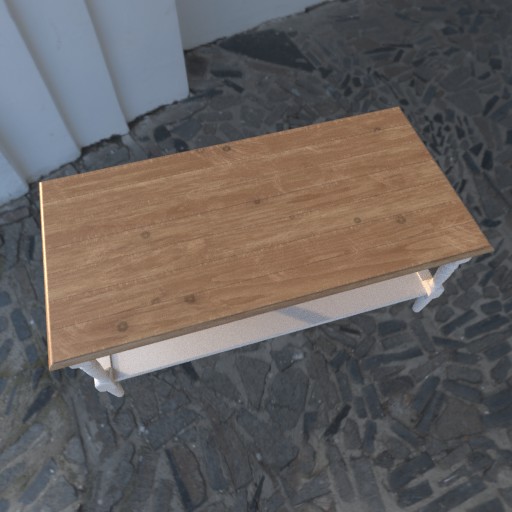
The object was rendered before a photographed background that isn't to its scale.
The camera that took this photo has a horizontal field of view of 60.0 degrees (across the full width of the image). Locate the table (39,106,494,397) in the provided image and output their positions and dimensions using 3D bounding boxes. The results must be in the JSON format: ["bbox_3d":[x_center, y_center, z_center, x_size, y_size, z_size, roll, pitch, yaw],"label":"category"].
[{"bbox_3d":[0.000,0.000,1.385,1.118,0.458,0.559,-14,60,-8],"label":"table"}]
